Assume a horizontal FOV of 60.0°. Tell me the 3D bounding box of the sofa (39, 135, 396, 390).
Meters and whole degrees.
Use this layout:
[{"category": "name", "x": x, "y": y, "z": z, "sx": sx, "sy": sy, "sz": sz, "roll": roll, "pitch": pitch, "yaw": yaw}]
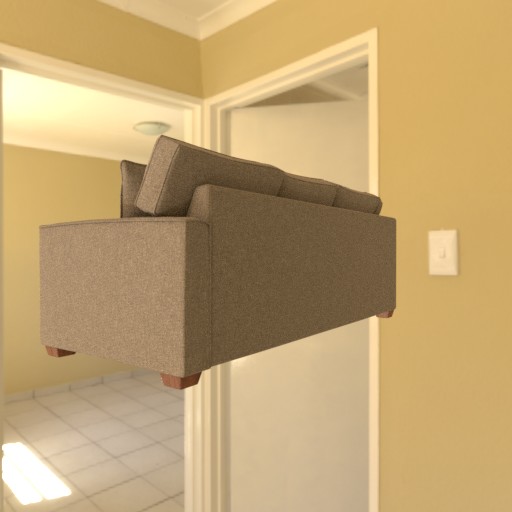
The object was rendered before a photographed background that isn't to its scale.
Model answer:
[{"category": "sofa", "x": 0.000, "y": 0.000, "z": 2.810, "sx": 1.061, "sy": 0.962, "sz": 2.317, "roll": 0, "pitch": 1, "yaw": 36}]
